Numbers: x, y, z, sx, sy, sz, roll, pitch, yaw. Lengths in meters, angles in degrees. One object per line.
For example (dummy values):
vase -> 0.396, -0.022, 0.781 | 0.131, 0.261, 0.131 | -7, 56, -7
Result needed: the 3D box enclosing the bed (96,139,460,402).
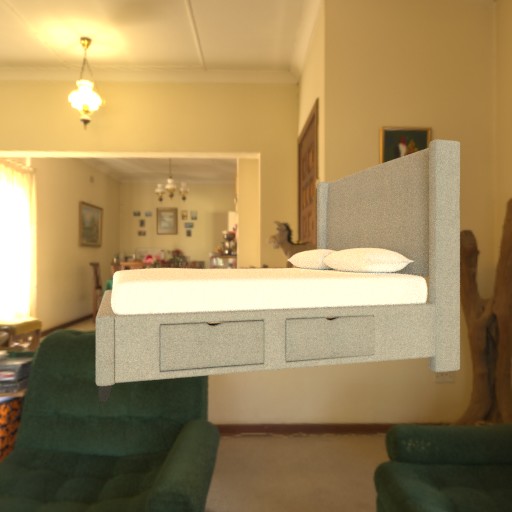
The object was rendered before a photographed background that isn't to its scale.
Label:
bed -> 0.000, 0.000, 3.374 | 2.222, 1.491, 1.774 | 0, 0, -17
